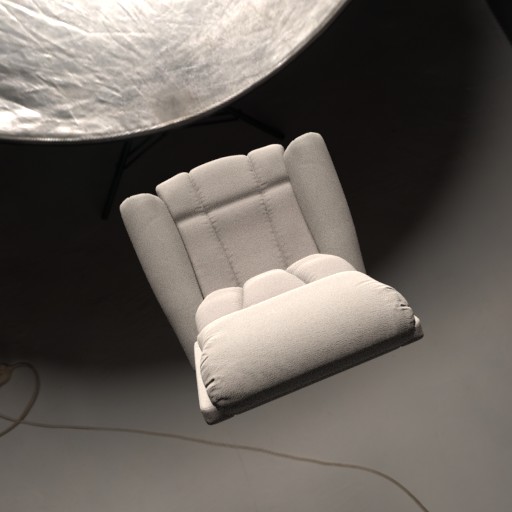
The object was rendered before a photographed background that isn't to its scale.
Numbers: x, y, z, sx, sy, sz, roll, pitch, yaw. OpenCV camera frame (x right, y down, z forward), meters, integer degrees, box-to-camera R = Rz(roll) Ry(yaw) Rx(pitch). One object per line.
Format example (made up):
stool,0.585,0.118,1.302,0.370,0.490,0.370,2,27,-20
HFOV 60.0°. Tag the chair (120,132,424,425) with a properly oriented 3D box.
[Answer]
chair,0.000,0.000,1.722,0.871,1.031,0.979,-21,77,-5
